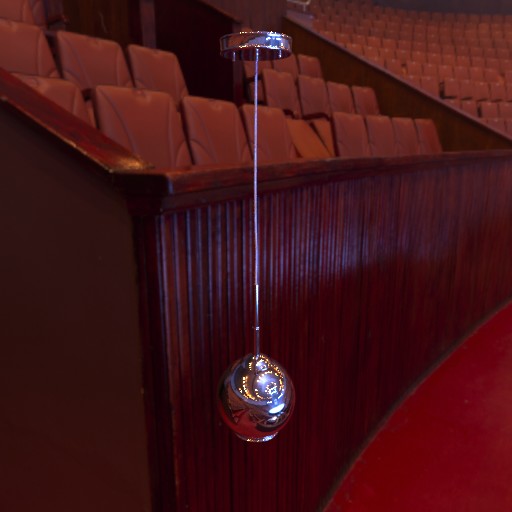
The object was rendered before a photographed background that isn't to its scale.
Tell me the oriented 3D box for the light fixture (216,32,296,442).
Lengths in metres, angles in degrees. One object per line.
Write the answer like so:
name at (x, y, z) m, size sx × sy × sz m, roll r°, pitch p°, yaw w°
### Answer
light fixture at (0.000, 0.000, 1.724) m, size 0.336 × 1.538 × 0.336 m, roll 8°, pitch 17°, yaw 26°
